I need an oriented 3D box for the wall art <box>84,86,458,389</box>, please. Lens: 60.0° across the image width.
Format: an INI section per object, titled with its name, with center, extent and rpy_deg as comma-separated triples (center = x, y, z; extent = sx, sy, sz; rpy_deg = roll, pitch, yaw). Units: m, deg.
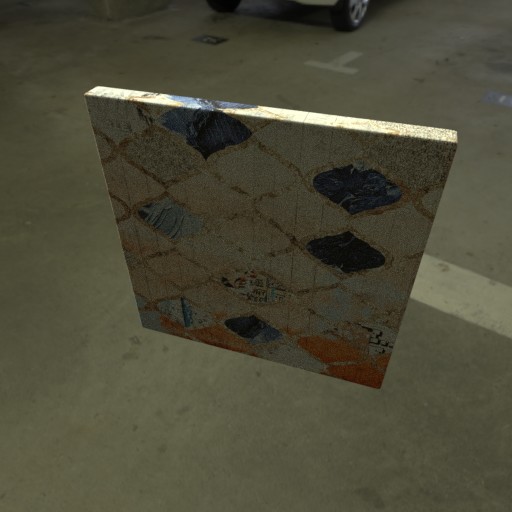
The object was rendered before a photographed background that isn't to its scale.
[wall art]
center = 0.000, 0.000, 0.751
extent = 0.507, 0.508, 0.038
rpy_deg = 12, 42, 13
